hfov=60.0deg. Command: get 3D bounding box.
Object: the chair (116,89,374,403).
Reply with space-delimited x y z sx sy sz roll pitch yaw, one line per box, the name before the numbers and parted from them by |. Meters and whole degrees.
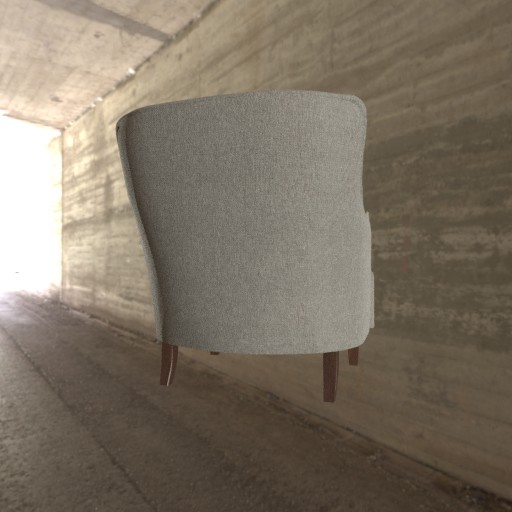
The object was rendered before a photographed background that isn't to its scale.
chair | 0.000 0.000 1.614 0.820 0.920 0.910 0 0 19
